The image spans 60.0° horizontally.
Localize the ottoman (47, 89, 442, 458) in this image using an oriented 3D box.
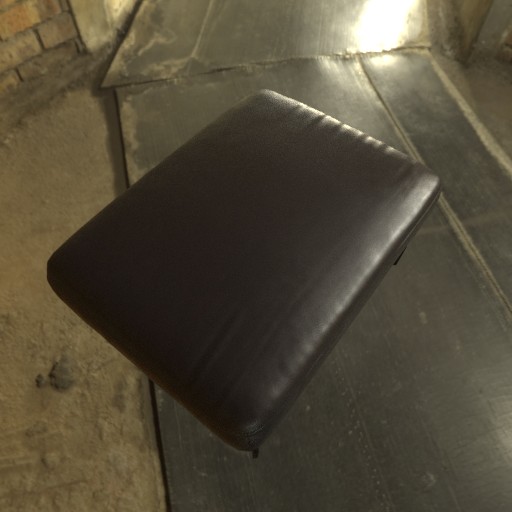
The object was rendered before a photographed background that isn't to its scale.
[{"bbox_3d":[0.000,0.000,1.081,0.570,0.402,0.764,33,63,19],"label":"ottoman"}]
